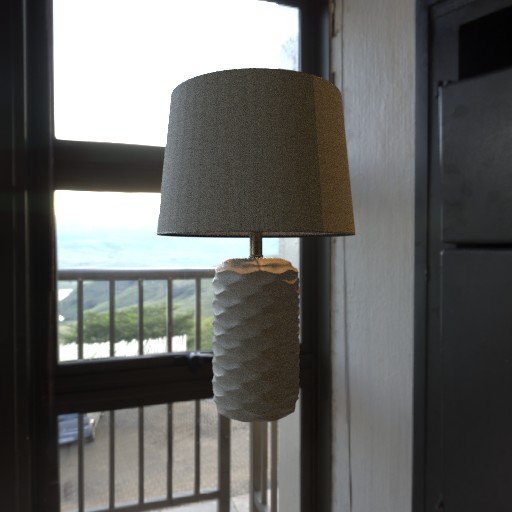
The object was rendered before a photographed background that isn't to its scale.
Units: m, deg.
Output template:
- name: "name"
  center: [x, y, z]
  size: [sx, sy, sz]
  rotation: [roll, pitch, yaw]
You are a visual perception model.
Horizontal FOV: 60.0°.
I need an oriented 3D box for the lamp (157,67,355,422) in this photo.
- name: "lamp"
  center: [0.000, 0.000, 0.858]
  size: [0.376, 0.594, 0.376]
  rotation: [0, 1, 0]
